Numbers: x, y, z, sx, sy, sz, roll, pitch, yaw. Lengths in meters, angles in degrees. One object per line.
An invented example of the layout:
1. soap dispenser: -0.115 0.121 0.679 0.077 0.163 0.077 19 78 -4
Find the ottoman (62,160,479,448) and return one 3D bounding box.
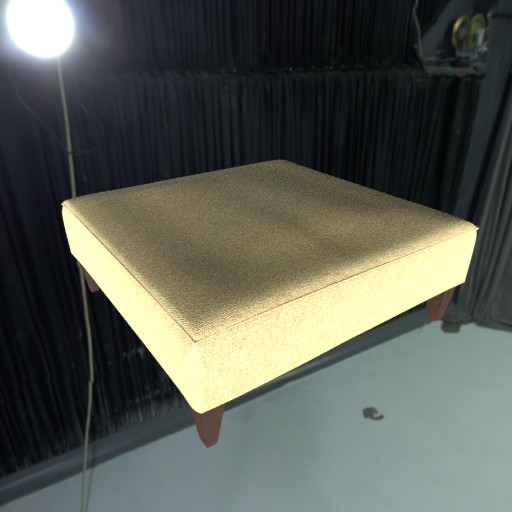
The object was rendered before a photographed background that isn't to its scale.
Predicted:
1. ottoman: 0.000 0.000 1.493 0.981 0.378 0.970 -18 31 -31
